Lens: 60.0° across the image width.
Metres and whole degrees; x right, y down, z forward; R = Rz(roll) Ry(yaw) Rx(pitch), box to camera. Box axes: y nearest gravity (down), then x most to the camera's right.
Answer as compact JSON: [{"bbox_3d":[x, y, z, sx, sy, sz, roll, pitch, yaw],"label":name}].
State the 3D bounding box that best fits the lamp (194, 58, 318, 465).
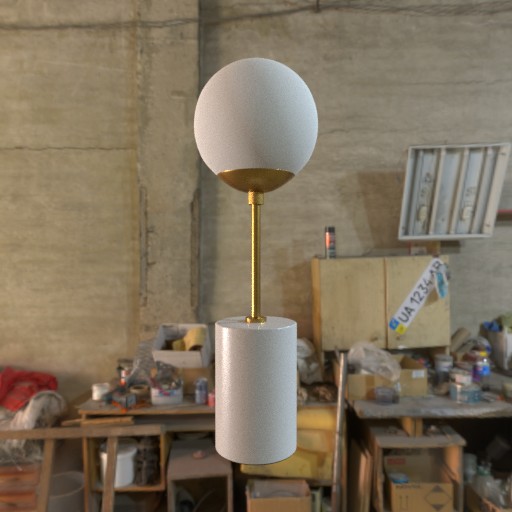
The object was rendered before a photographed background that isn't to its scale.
[{"bbox_3d":[0.000,0.000,0.556,0.153,0.480,0.153,0,1,0],"label":"lamp"}]
